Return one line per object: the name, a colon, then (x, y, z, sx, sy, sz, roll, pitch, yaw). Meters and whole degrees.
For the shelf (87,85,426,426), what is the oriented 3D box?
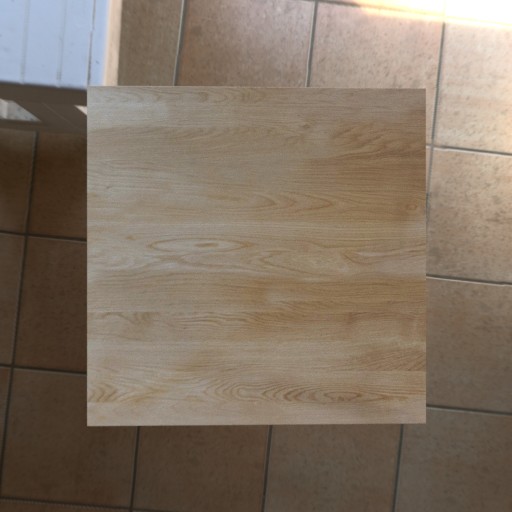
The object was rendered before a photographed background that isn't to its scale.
shelf: (0.000, 0.000, 1.415, 0.899, 0.480, 0.899, 0, 90, -1)
